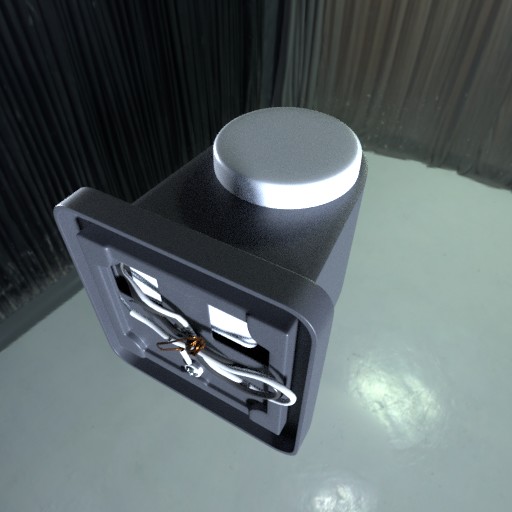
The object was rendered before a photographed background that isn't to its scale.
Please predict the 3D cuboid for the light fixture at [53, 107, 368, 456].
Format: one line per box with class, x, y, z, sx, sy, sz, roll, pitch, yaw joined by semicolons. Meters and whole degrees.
light fixture;0.000;0.000;0.214;0.109;0.109;0.132;23;50;20
